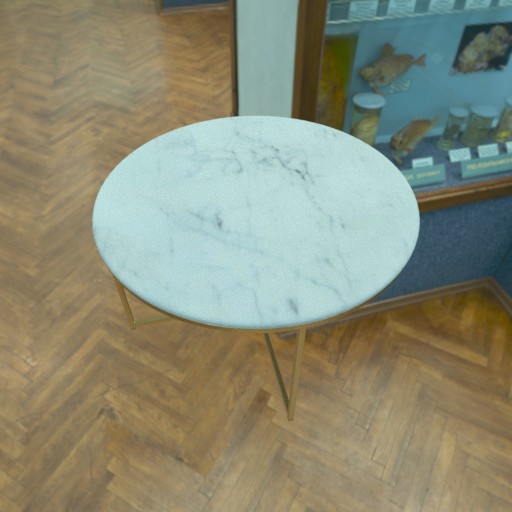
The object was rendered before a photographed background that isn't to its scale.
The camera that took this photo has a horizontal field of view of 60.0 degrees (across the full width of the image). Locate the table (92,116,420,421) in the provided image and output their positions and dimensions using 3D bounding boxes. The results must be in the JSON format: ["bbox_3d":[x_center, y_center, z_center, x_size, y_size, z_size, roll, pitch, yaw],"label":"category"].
[{"bbox_3d":[0.000,0.000,1.275,0.800,0.450,0.800,0,46,0],"label":"table"}]
